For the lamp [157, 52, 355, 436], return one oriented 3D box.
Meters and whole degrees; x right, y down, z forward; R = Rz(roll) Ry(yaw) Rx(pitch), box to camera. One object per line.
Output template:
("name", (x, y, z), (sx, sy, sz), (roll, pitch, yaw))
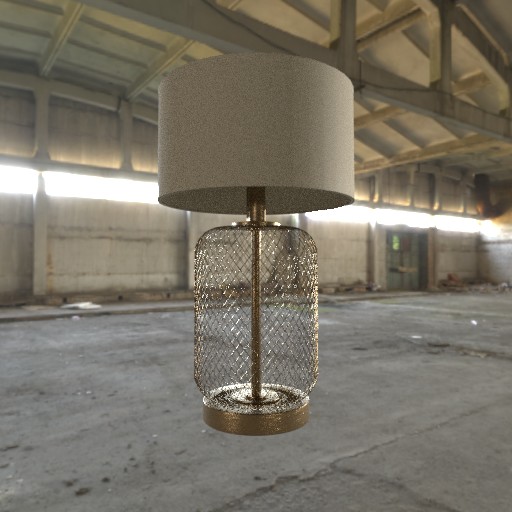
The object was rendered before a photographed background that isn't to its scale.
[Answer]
("lamp", (0.000, 0.000, 0.807), (0.353, 0.578, 0.353), (0, -1, 0))
